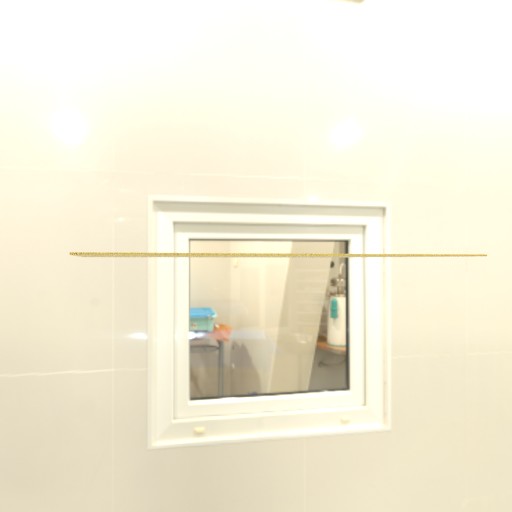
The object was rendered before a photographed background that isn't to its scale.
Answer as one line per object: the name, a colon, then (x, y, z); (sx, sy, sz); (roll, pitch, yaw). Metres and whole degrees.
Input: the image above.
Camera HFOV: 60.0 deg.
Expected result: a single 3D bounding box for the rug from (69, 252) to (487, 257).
rug: (0.000, 0.000, 4.356); (3.242, 0.015, 2.486); (0, -1, -20)
